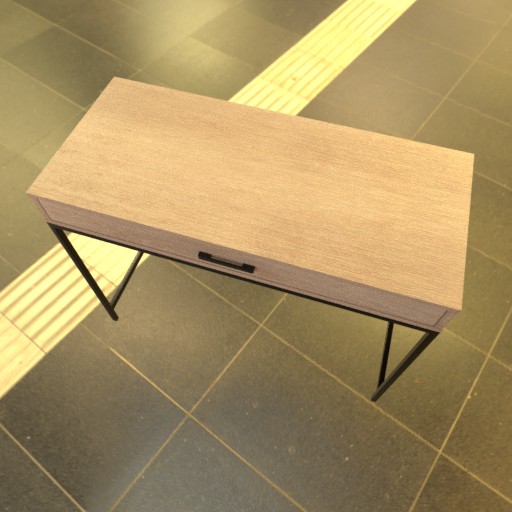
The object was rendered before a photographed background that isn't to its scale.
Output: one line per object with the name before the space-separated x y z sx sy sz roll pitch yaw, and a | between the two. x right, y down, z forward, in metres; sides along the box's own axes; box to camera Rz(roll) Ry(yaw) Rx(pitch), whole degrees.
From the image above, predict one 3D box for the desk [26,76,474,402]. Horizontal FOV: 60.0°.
desk | 0.000 0.000 1.415 1.016 0.762 0.470 15 59 9
